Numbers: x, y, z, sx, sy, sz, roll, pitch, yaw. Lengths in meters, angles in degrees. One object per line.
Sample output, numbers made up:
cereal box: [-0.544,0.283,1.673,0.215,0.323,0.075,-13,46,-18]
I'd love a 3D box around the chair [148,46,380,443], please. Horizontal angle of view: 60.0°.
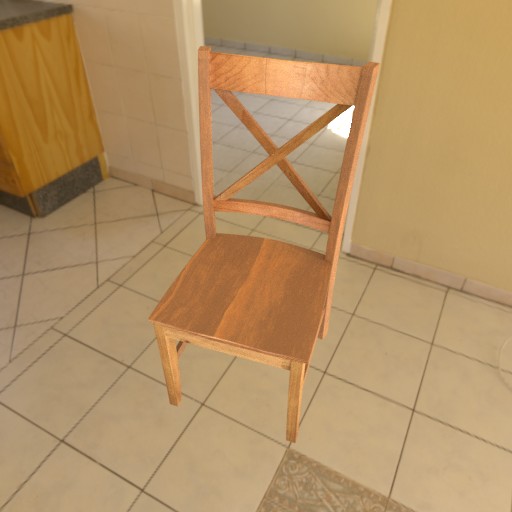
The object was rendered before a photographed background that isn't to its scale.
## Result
chair: [0.000,0.000,1.294,0.485,0.983,0.542,12,42,14]
